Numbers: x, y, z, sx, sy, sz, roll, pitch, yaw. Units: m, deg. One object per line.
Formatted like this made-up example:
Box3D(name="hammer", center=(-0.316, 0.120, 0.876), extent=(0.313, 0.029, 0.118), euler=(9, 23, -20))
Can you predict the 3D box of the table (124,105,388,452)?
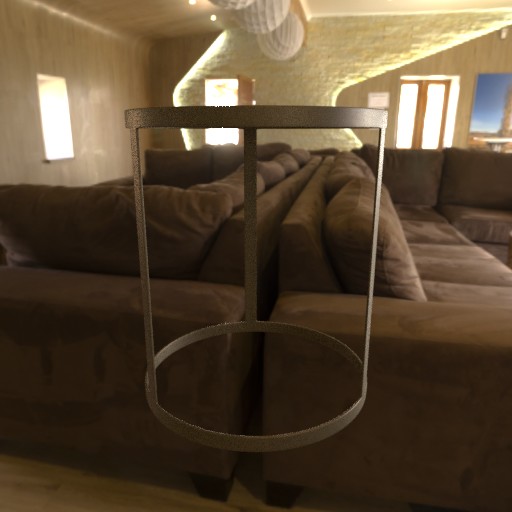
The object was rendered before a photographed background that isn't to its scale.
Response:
Box3D(name="table", center=(0.000, 0.000, 0.916), extent=(0.480, 0.565, 0.480), euler=(0, 16, 0))
